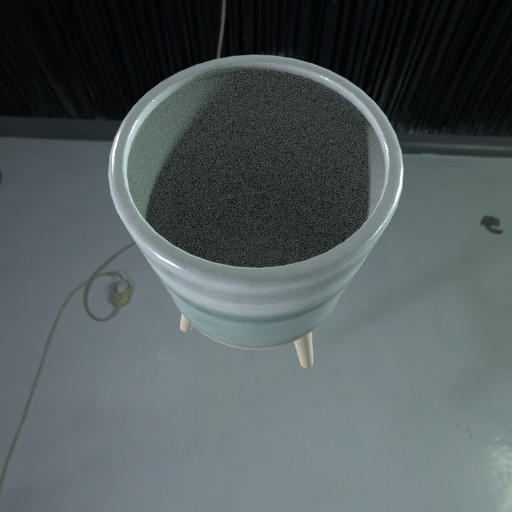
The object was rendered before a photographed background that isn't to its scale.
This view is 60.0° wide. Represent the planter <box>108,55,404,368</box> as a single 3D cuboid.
[{"bbox_3d":[0.000,0.000,0.576,0.265,0.404,0.265,0,62,0],"label":"planter"}]
